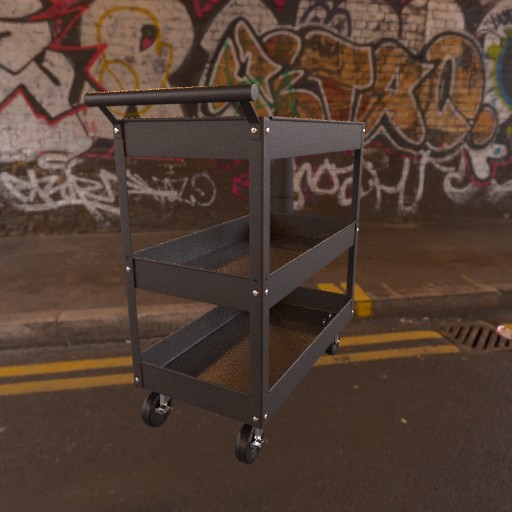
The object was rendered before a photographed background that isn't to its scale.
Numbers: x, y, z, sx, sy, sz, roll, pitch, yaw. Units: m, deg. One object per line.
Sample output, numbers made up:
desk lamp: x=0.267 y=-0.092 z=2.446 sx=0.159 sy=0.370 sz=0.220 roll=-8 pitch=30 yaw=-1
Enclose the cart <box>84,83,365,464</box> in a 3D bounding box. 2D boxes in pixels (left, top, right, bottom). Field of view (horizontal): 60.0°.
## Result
cart: x=0.000 y=0.000 z=1.174 sx=0.366 sy=0.780 sz=0.719 roll=8 pitch=18 yaw=27
